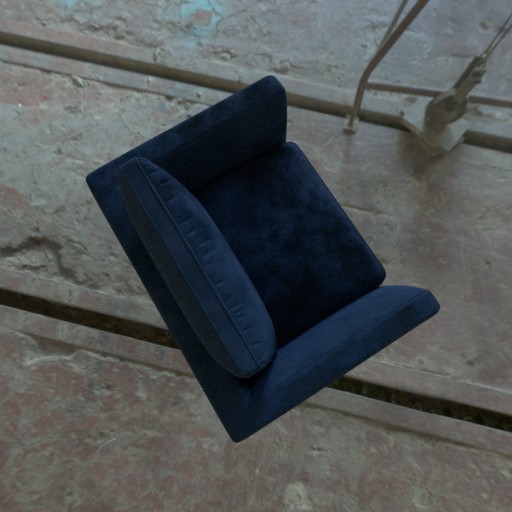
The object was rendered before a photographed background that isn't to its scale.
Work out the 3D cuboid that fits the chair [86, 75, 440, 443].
[{"bbox_3d":[0.000,0.000,1.611,0.746,0.893,0.977,-31,78,-7],"label":"chair"}]
